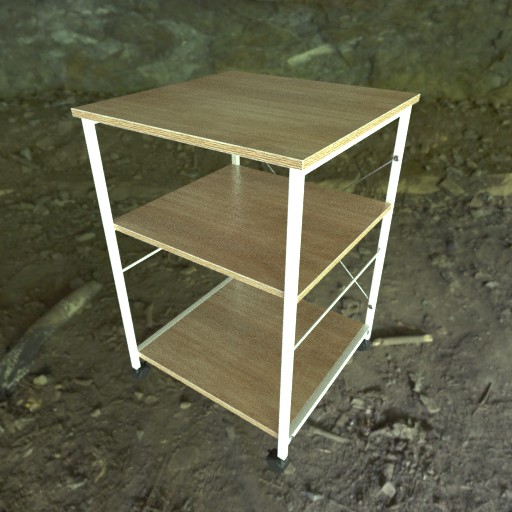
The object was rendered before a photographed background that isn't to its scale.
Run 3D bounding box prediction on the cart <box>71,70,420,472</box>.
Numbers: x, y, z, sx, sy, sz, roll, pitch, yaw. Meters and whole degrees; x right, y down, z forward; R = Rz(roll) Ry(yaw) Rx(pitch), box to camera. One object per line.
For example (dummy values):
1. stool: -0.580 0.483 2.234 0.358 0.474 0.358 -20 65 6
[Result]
1. cart: 0.000 0.000 1.123 0.521 0.762 0.520 20 37 29
